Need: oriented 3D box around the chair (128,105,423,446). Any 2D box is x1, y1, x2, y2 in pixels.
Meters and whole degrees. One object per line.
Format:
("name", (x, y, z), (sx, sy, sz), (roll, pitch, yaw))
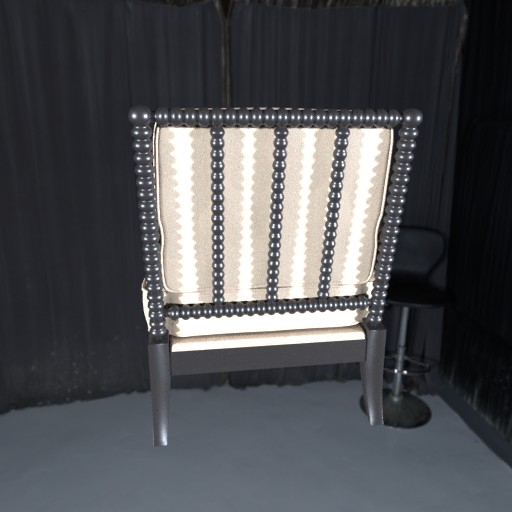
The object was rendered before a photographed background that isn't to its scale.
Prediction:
("chair", (0.000, 0.000, 1.156), (0.555, 0.703, 0.657), (-2, 15, -8))
